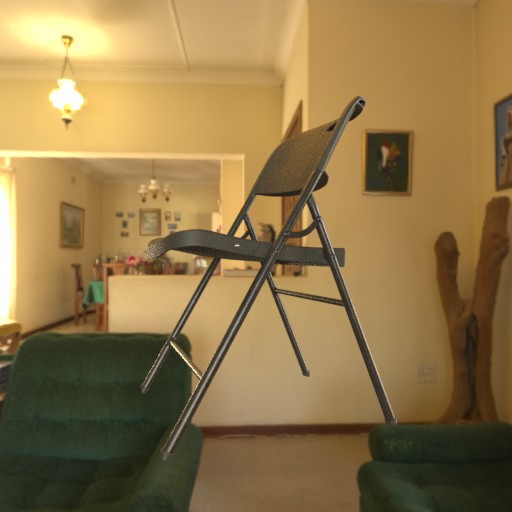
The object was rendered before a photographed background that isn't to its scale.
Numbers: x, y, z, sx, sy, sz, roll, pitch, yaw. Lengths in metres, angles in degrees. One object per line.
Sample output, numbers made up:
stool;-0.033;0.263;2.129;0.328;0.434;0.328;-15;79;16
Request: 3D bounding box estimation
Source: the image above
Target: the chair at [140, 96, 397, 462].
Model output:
chair;0.000;0.000;1.193;0.566;0.810;0.494;0;0;-19
